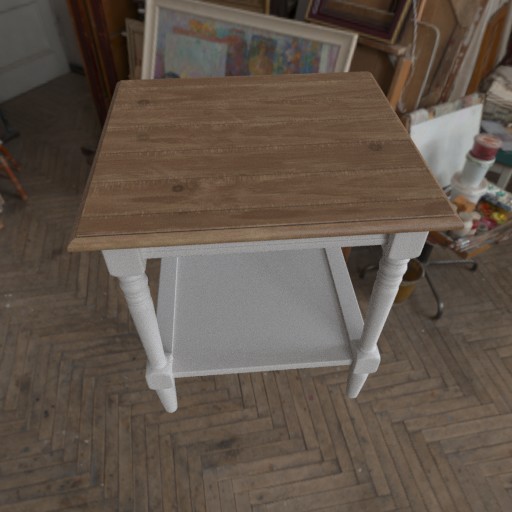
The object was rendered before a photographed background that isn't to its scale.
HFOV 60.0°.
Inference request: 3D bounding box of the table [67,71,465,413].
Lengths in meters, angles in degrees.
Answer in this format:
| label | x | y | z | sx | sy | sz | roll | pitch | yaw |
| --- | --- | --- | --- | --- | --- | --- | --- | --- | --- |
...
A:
| label | x | y | z | sx | sy | sz | roll | pitch | yaw |
| --- | --- | --- | --- | --- | --- | --- | --- | --- | --- |
| table | 0.000 | 0.000 | 0.913 | 0.508 | 0.561 | 0.457 | -3 | 46 | -3 |
